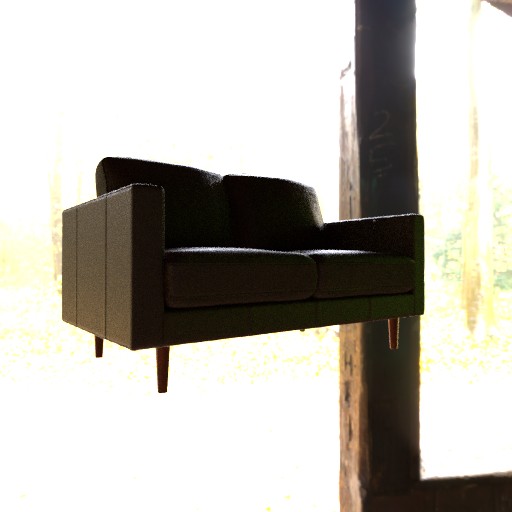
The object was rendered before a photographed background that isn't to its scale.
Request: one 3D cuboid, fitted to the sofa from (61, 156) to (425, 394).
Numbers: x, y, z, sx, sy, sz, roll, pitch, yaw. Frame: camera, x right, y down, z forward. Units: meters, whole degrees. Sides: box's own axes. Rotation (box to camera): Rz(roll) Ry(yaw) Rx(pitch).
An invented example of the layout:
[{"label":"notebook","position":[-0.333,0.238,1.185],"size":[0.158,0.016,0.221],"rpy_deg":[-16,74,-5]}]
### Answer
[{"label":"sofa","position":[0.000,0.000,2.165],"size":[1.578,0.951,0.909],"rpy_deg":[1,-1,-37]}]
